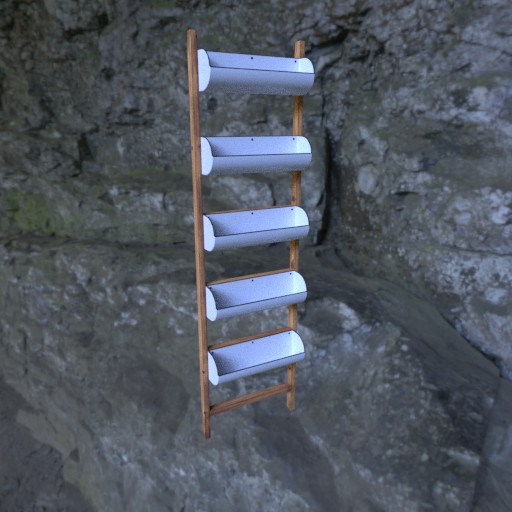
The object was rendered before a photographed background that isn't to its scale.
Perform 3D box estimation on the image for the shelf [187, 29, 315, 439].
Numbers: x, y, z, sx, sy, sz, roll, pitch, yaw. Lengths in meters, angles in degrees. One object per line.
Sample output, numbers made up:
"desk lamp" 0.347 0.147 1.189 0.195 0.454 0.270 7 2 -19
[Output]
"shelf" 0.000 0.000 1.756 0.454 1.600 0.141 -9 18 -27
